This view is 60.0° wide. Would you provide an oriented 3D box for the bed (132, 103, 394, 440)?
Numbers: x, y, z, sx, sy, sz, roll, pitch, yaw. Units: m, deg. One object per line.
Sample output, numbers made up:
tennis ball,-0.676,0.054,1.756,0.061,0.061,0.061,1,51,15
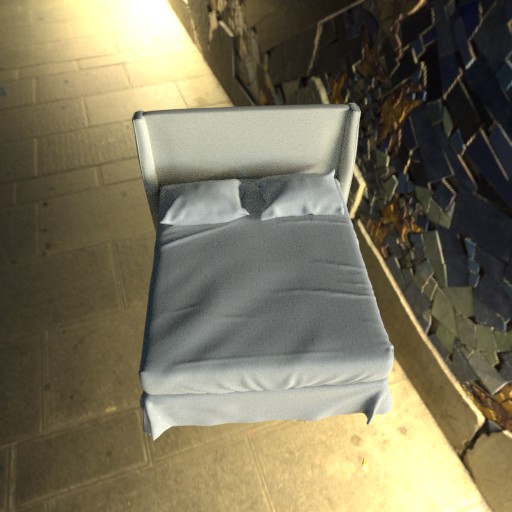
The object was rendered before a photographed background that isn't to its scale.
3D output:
bed,0.000,0.000,3.476,1.925,1.332,2.276,-3,48,-3
